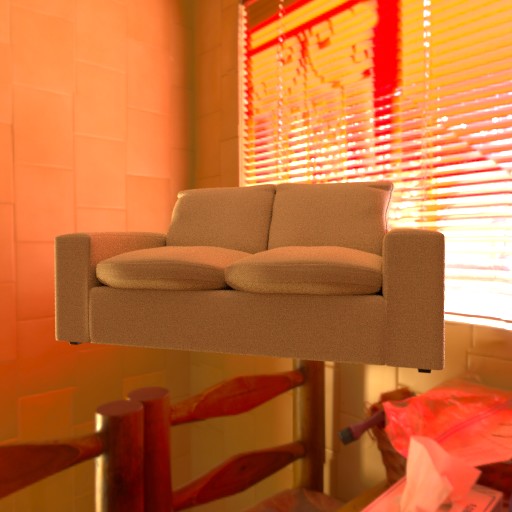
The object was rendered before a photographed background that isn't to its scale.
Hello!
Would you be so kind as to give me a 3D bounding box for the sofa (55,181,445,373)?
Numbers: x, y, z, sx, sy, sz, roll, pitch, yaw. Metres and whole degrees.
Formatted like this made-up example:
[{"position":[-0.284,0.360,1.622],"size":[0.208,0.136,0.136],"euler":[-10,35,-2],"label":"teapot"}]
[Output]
[{"position":[0.000,0.000,2.334],"size":[1.754,0.875,1.091],"euler":[0,1,18],"label":"sofa"}]
